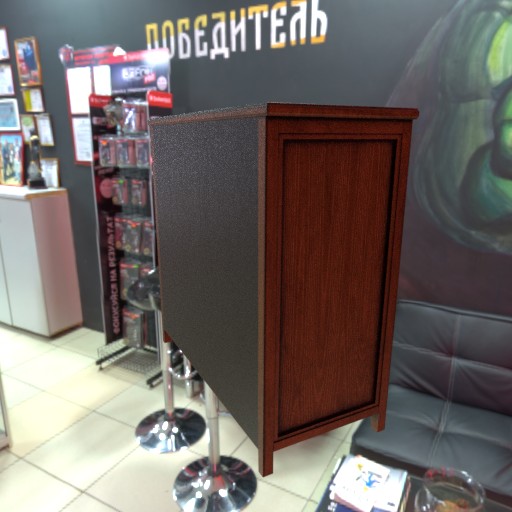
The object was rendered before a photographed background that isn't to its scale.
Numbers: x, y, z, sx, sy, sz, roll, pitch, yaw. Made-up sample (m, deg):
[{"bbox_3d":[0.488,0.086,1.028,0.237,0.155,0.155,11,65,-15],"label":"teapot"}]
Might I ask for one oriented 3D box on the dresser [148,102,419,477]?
[{"bbox_3d":[0.000,0.000,2.013,0.591,1.224,1.250,-8,17,-27],"label":"dresser"}]
